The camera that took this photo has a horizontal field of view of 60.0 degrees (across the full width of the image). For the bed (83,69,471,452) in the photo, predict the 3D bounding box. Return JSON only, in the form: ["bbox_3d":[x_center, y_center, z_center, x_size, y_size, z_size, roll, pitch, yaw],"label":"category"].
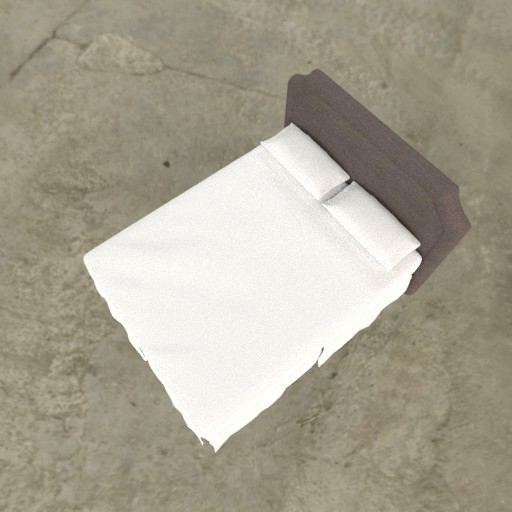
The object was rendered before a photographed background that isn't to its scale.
[{"bbox_3d":[0.000,0.000,3.143,2.116,1.290,1.693,-35,69,-16],"label":"bed"}]
